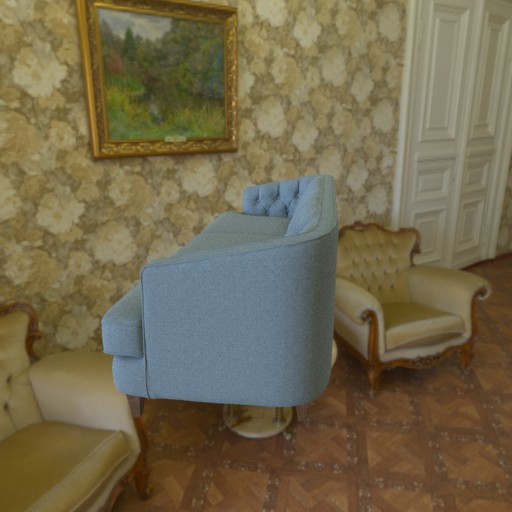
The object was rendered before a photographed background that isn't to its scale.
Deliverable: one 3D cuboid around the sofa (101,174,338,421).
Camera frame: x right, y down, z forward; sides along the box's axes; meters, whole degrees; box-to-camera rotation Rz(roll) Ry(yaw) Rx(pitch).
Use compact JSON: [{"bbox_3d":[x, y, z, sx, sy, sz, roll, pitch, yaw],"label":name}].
[{"bbox_3d":[0.000,0.000,2.745,0.941,0.855,2.278,3,17,9],"label":"sofa"}]
